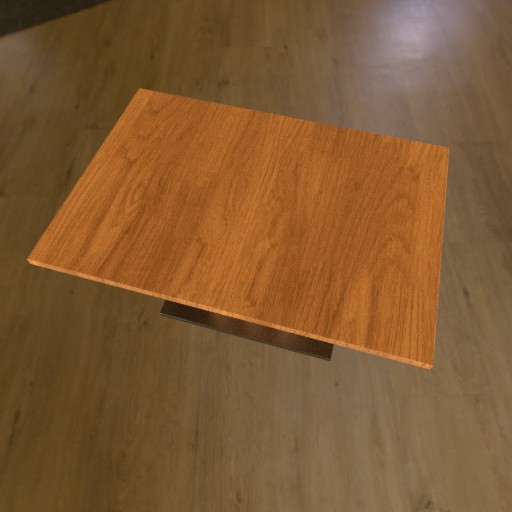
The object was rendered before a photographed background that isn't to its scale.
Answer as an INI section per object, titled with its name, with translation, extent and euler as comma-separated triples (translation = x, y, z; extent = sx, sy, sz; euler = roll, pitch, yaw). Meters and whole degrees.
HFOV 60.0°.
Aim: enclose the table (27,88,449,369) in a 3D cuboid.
[table]
translation = 0.000, 0.000, 1.907
extent = 1.300, 0.770, 0.900
euler = 14, 59, 8
